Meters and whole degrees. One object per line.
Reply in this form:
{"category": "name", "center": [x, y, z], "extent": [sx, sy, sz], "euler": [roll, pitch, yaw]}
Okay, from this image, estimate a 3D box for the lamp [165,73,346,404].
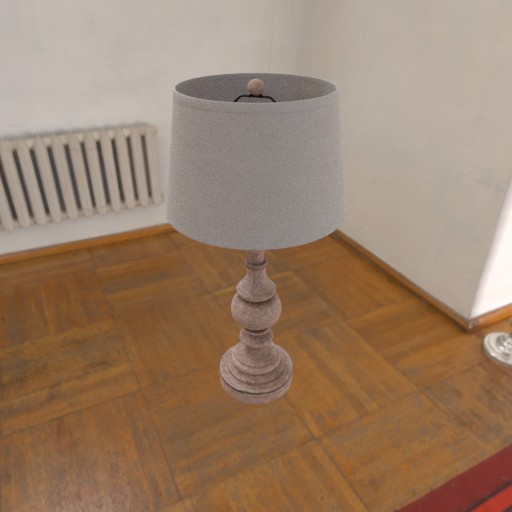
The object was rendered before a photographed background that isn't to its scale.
{"category": "lamp", "center": [0.000, 0.000, 0.902], "extent": [0.340, 0.678, 0.340], "euler": [0, 31, 0]}
